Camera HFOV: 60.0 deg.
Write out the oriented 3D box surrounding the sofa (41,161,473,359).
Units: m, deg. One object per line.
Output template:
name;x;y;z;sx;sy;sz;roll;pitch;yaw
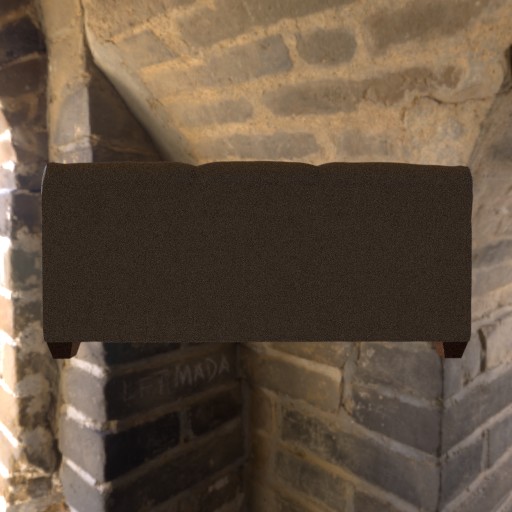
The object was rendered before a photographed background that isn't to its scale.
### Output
sofa;0.000;0.000;2.537;2.024;0.958;0.997;0;1;0
